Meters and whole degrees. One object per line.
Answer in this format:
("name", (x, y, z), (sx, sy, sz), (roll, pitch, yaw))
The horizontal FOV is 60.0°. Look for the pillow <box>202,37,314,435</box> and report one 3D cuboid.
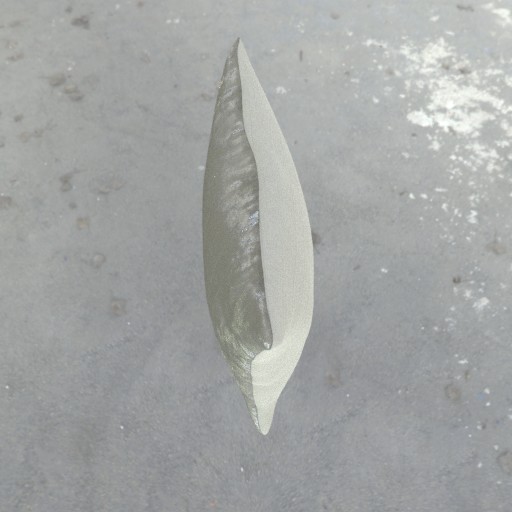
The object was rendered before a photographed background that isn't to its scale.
("pillow", (0.000, 0.000, 0.718), (0.175, 0.464, 0.470), (-3, 59, -2))
